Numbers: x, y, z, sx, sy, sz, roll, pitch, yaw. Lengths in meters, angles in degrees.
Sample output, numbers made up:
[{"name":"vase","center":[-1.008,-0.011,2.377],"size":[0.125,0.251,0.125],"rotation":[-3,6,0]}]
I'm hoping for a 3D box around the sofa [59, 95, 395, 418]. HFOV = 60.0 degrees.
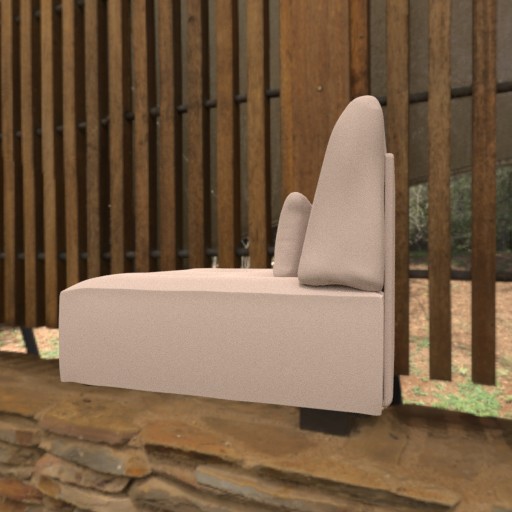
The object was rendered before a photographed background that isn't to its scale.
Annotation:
[{"name":"sofa","center":[0.000,0.000,1.675],"size":[1.000,0.828,0.935],"rotation":[0,0,18]}]
